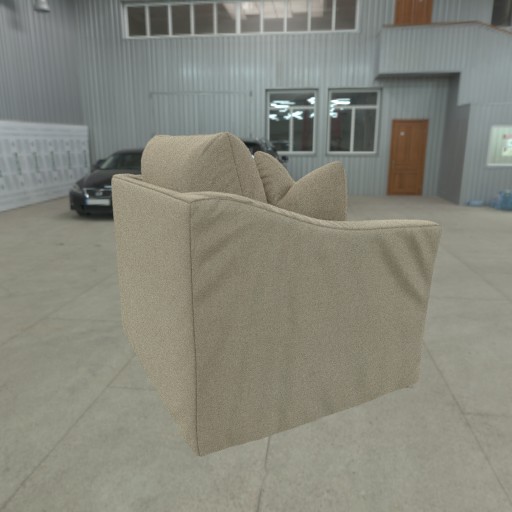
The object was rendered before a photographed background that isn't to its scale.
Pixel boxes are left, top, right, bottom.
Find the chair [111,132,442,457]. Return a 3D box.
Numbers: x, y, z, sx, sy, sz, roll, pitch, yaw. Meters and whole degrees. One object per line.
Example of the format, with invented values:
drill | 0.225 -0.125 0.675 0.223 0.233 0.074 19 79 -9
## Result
chair | 0.000 0.000 2.060 1.071 1.093 1.194 -7 16 -27
